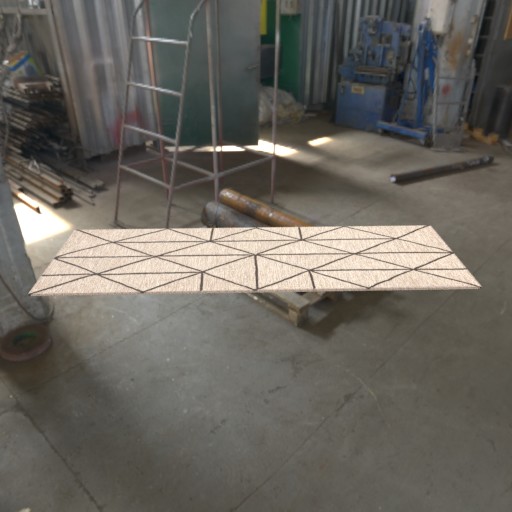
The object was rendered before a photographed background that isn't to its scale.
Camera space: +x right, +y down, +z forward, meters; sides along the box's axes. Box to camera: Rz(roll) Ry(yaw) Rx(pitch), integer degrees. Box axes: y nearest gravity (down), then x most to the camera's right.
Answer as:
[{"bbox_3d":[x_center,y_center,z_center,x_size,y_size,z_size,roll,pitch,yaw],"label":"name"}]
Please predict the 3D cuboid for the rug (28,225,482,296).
[{"bbox_3d":[0.000,0.000,2.703,2.438,0.012,0.762,-1,30,-1],"label":"rug"}]
